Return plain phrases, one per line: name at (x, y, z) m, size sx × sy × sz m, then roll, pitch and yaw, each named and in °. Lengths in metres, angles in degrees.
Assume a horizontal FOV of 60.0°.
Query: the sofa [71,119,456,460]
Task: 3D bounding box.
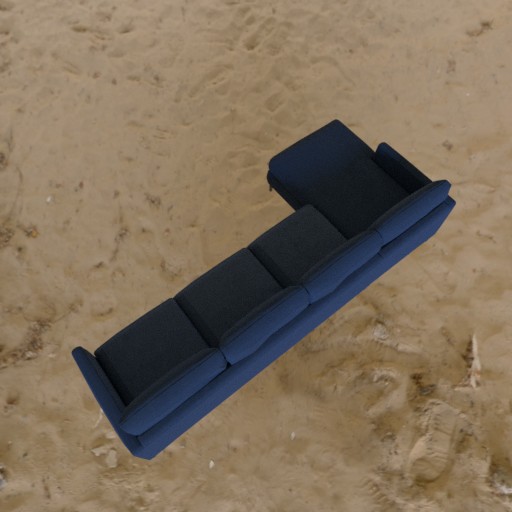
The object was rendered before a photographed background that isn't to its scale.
sofa at (0.000, 0.000, 2.836) m, size 2.450 × 0.679 × 1.128 m, roll -35°, pitch 68°, yaw -17°
